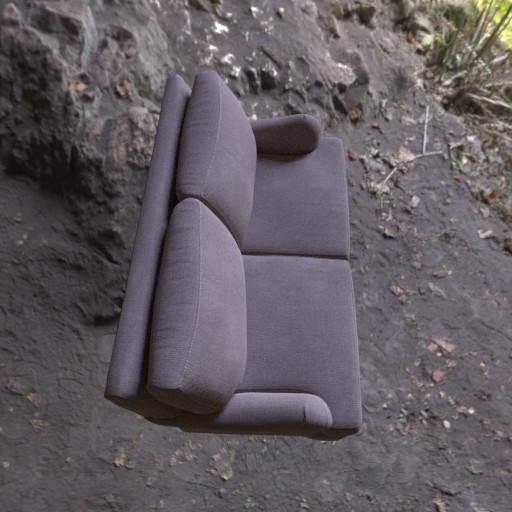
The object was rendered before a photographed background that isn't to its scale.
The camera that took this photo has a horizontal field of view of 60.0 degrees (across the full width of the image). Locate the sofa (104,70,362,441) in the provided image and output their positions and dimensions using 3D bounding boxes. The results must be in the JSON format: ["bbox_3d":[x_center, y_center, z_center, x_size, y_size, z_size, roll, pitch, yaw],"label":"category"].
[{"bbox_3d":[0.000,0.000,2.463,1.084,1.101,1.853,2,62,1],"label":"sofa"}]
